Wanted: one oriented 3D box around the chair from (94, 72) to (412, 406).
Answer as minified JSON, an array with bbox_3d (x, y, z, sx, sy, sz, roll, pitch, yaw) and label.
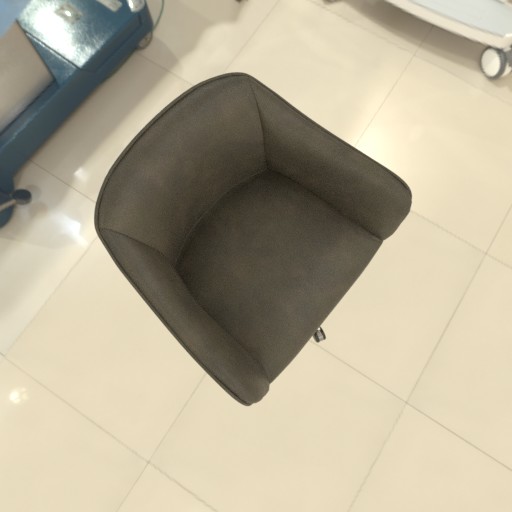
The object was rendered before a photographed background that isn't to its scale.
[{"bbox_3d":[0.000,0.000,1.355,0.689,0.827,0.713,39,79,9],"label":"chair"}]
